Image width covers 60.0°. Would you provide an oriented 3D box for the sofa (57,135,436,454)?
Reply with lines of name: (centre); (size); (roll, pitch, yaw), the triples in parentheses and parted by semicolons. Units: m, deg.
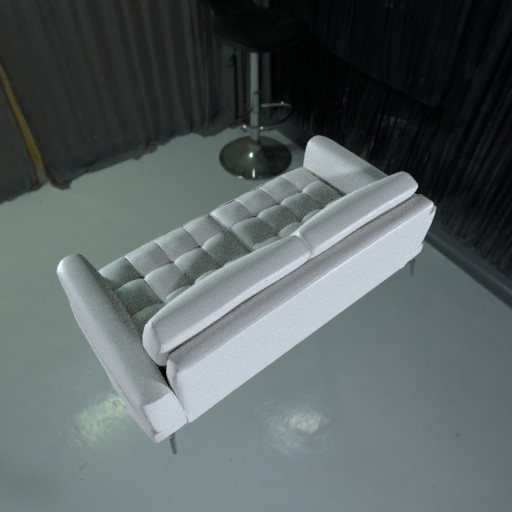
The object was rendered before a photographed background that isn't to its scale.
sofa: (0.000, 0.000, 2.776); (2.177, 0.930, 1.121); (-31, 55, -24)
